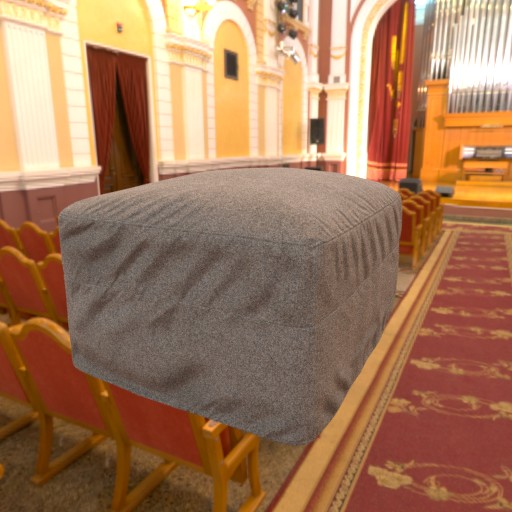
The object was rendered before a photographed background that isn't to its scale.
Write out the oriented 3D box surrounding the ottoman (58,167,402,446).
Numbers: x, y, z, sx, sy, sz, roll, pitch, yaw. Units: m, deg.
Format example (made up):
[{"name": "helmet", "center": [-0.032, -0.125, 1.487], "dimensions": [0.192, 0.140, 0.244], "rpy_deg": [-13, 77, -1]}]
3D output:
[{"name": "ottoman", "center": [0.000, 0.000, 1.249], "dimensions": [0.683, 0.481, 0.837], "rpy_deg": [7, 16, 27]}]
